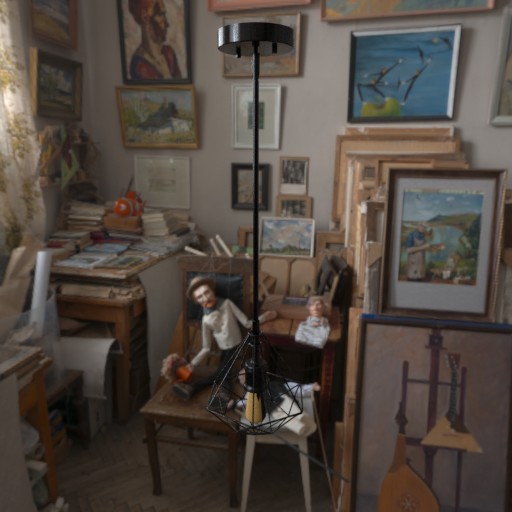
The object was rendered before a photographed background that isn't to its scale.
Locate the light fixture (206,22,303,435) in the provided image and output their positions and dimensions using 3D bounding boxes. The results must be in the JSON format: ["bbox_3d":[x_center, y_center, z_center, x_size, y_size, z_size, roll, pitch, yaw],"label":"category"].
[{"bbox_3d":[0.000,0.000,1.911,0.487,1.764,0.431,-7,16,-26],"label":"light fixture"}]
